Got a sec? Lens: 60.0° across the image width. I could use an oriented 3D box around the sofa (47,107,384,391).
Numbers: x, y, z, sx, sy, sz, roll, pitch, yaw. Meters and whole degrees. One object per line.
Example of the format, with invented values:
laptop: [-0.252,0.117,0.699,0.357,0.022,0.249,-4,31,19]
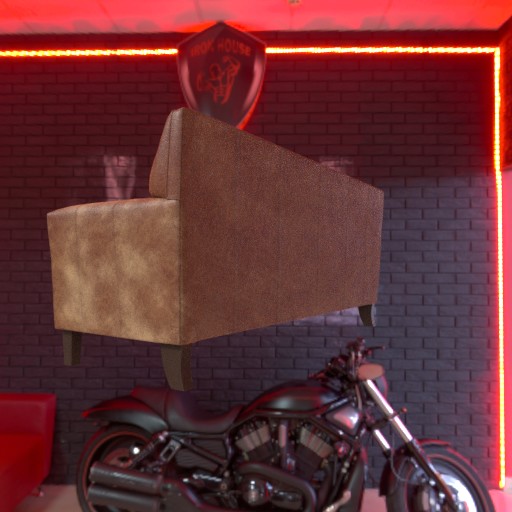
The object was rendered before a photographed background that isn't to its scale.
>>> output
sofa: [0.000,0.000,2.488,0.805,0.947,2.053,-1,-1,34]
